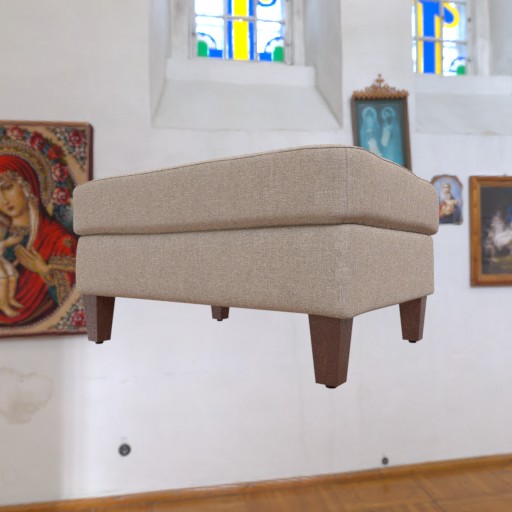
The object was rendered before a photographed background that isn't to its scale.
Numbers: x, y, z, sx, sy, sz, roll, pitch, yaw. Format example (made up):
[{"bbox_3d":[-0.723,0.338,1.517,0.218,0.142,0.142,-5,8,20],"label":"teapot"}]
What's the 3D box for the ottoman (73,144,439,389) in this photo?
[{"bbox_3d":[0.000,0.000,1.317,0.898,0.519,0.677,0,0,35],"label":"ottoman"}]
